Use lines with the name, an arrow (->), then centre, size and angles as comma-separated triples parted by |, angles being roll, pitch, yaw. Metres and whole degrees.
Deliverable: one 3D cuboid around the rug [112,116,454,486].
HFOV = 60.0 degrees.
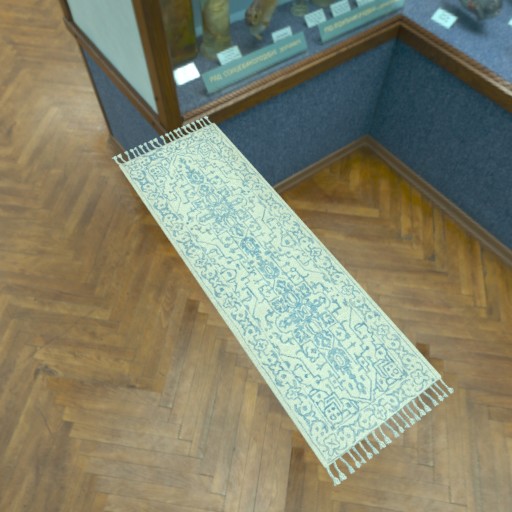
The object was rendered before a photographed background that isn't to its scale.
rug -> 0.000, 0.000, 2.651 | 0.774, 0.011, 2.449 | -30, 63, -17
